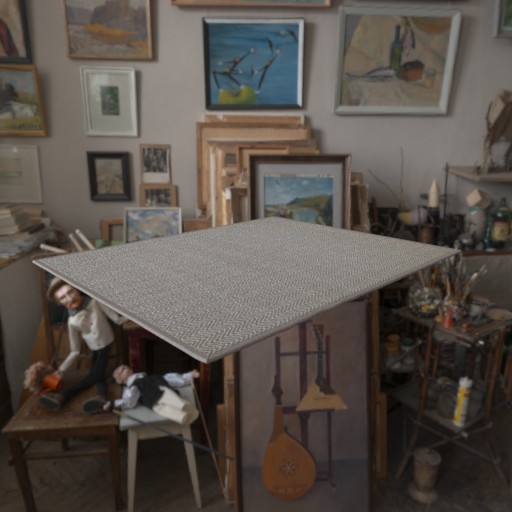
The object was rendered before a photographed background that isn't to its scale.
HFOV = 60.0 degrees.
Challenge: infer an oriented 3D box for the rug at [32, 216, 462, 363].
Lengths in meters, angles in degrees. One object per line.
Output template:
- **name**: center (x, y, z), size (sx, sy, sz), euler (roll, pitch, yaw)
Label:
- **rug**: center (0.000, 0.000, 3.966), size (3.007, 0.032, 2.434), euler (-15, 21, -42)
